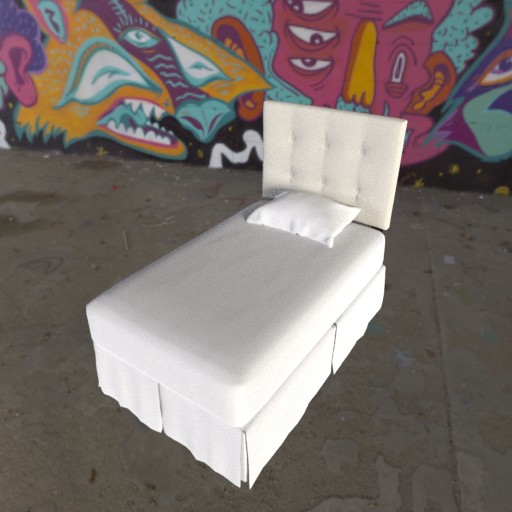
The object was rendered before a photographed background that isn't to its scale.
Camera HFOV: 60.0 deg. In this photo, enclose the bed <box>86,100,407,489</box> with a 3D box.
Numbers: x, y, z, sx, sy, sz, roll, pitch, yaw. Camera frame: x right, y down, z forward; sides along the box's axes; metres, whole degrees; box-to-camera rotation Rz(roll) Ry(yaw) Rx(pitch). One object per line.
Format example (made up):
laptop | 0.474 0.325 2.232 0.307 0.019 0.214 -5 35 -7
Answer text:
bed | 0.000 0.000 2.965 1.261 1.571 1.997 20 36 29
